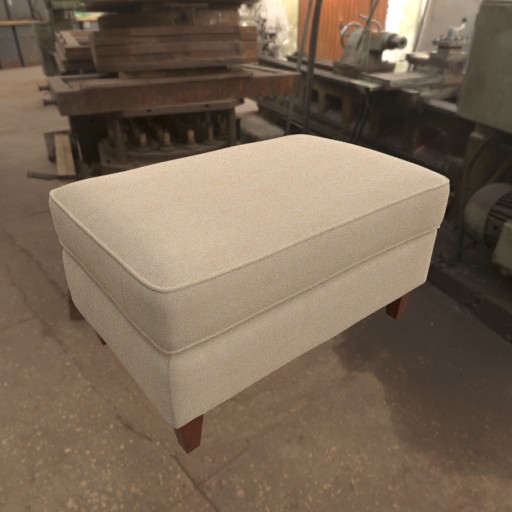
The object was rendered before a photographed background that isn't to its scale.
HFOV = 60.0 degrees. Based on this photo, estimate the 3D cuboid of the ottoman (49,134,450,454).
[{"bbox_3d":[0.000,0.000,1.192,0.862,0.484,0.583,-22,37,-33],"label":"ottoman"}]
